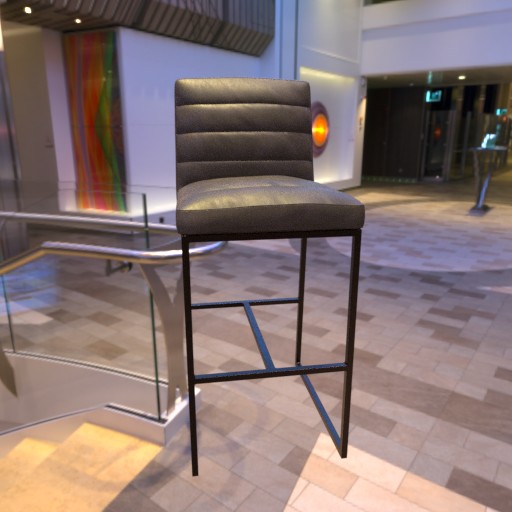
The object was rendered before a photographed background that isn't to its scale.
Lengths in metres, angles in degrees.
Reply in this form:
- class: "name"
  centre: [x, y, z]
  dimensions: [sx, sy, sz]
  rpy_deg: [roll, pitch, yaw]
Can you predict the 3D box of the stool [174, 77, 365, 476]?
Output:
- class: "stool"
  centre: [0.000, 0.000, 1.340]
  dimensions: [0.463, 1.065, 0.562]
  rpy_deg: [-3, 16, -9]
